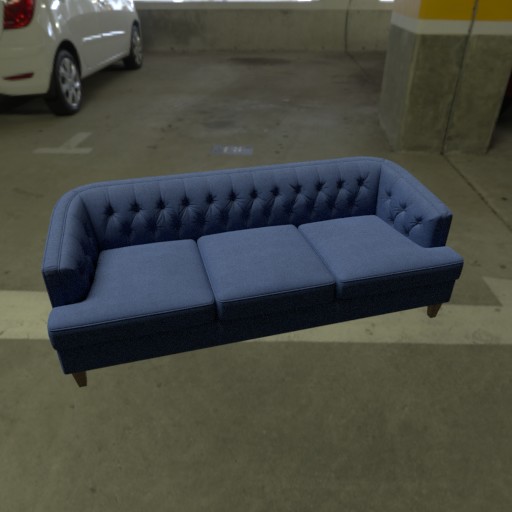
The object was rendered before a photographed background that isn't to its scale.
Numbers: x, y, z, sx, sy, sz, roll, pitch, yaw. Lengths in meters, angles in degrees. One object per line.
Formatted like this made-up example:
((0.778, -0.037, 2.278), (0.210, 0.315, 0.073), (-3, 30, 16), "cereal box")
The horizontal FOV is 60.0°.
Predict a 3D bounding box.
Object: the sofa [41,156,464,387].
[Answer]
((0.000, 0.000, 2.657), (2.235, 0.787, 0.914), (-8, 33, -13), "sofa")
